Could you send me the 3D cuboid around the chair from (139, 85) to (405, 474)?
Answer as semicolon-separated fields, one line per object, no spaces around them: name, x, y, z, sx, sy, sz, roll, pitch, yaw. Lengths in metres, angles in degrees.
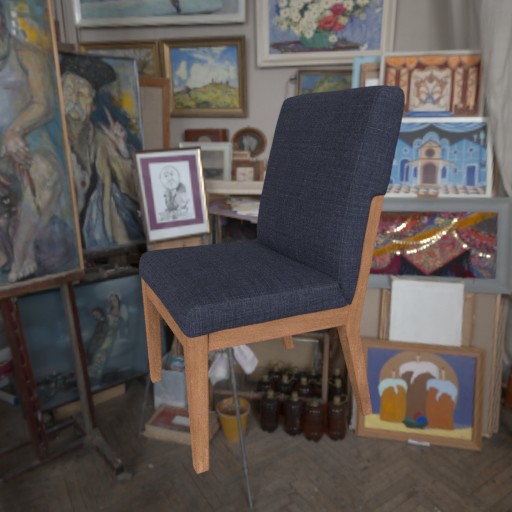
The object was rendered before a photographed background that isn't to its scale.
chair;0.000;0.000;1.271;0.586;0.911;0.507;-8;18;-25
